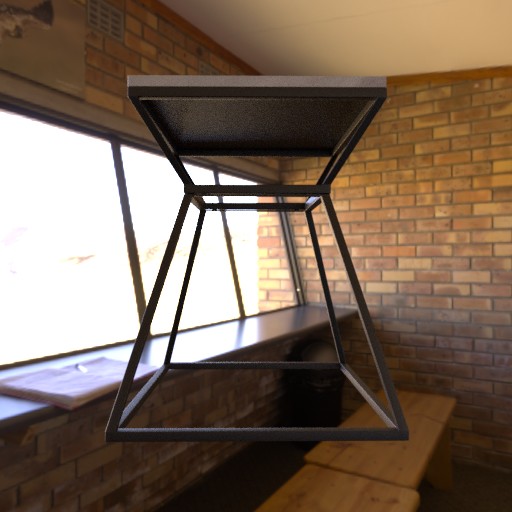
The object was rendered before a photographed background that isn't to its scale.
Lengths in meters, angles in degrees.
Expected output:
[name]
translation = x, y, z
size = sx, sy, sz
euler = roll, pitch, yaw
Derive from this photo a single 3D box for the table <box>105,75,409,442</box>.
[table]
translation = 0.000, 0.000, 0.891
size = 0.455, 0.559, 0.455
euler = 0, -1, -1
